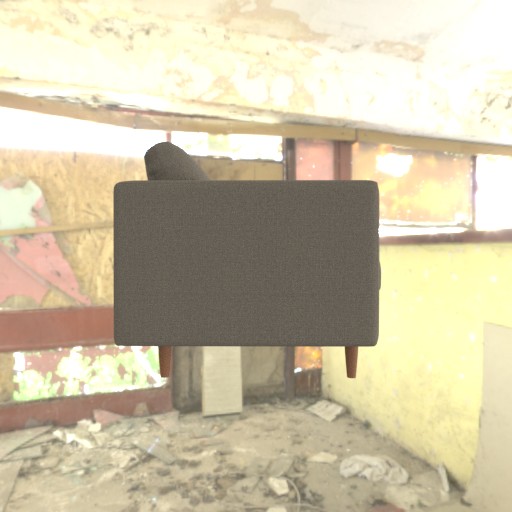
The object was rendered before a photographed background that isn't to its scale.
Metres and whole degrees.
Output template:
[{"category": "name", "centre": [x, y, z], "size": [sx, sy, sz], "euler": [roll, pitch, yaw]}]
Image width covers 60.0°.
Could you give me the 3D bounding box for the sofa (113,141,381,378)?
[{"category": "sofa", "centre": [0.000, 0.000, 2.304], "size": [0.940, 0.866, 1.713], "euler": [0, 1, 1]}]
